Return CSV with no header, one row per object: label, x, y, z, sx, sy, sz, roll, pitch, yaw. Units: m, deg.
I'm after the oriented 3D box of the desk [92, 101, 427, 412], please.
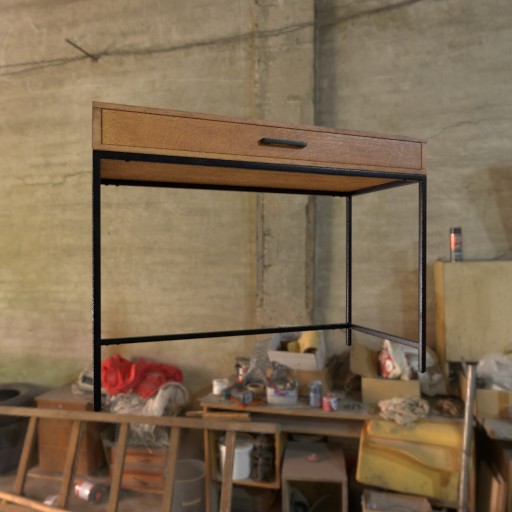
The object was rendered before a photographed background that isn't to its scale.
desk,0.000,0.000,1.467,1.016,0.762,0.470,0,1,-20
